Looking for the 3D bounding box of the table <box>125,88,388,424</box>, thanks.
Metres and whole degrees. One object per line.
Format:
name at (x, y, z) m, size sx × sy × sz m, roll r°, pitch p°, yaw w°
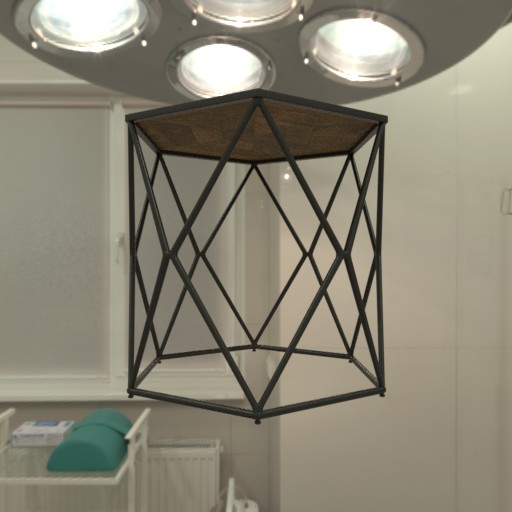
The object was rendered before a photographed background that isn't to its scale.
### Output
table at (0.000, 0.000, 1.027) m, size 0.579 × 0.564 × 0.578 m, roll 0°, pitch 0°, yaw -1°
